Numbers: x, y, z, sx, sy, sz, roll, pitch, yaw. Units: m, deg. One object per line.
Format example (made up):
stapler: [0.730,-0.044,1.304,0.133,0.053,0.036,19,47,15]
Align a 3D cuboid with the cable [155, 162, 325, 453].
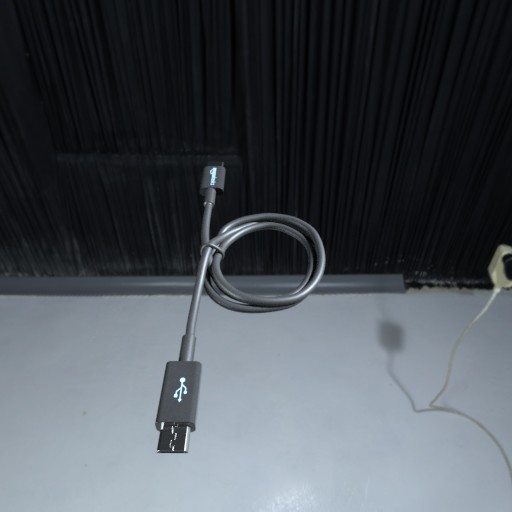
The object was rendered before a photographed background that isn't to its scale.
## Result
cable: [0.000,0.000,0.218,0.070,0.014,0.192,0,41,0]
